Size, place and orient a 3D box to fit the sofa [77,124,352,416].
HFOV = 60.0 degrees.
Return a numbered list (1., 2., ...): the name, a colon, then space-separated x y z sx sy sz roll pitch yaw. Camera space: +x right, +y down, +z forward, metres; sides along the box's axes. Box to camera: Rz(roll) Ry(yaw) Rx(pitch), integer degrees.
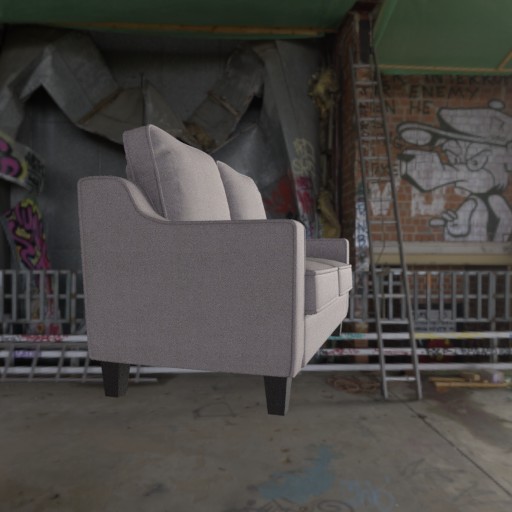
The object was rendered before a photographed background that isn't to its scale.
1. sofa: 0.000 0.000 2.075 0.791 0.948 1.500 0 0 17
